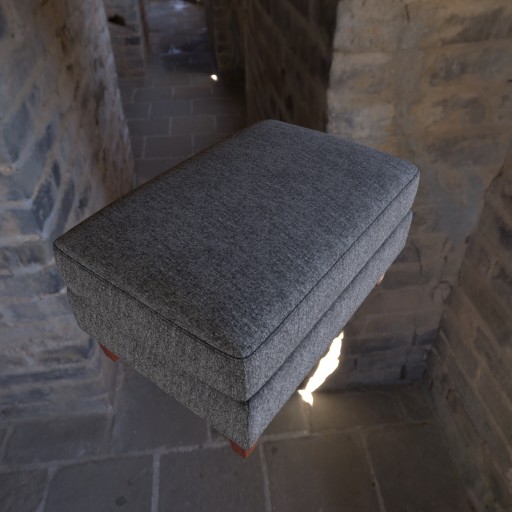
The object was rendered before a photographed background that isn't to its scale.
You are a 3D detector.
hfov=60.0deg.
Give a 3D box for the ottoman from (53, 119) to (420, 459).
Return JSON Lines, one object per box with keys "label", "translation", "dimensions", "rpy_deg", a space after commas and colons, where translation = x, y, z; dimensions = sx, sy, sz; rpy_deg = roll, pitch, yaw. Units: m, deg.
{"label": "ottoman", "translation": [0.000, 0.000, 1.242], "dimensions": [0.584, 0.483, 0.864], "rpy_deg": [26, 47, 27]}
